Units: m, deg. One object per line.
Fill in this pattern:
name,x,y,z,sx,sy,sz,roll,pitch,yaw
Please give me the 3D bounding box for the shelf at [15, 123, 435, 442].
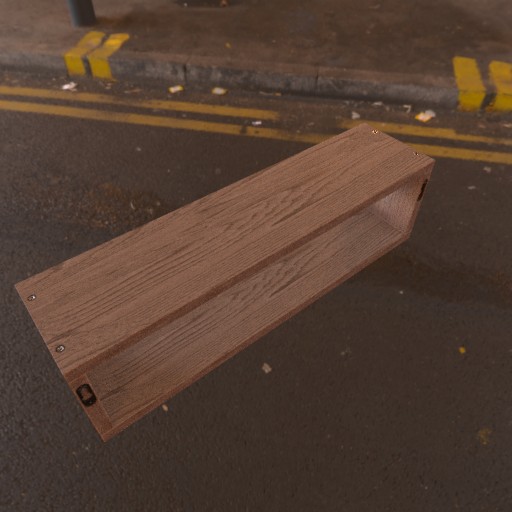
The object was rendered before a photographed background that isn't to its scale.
shelf,0.000,0.000,0.675,0.610,0.170,0.150,-30,53,-26
